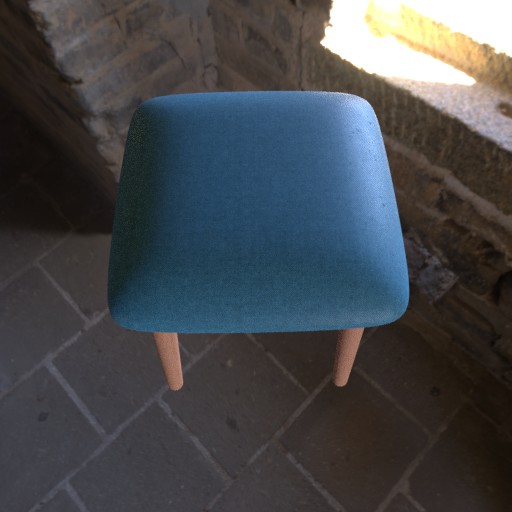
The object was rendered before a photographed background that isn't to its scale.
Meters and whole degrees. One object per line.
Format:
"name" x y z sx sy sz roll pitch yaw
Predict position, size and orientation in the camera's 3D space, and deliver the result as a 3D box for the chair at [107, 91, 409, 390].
"chair" 0.000 0.000 0.728 0.360 0.450 0.360 -1 63 -1
